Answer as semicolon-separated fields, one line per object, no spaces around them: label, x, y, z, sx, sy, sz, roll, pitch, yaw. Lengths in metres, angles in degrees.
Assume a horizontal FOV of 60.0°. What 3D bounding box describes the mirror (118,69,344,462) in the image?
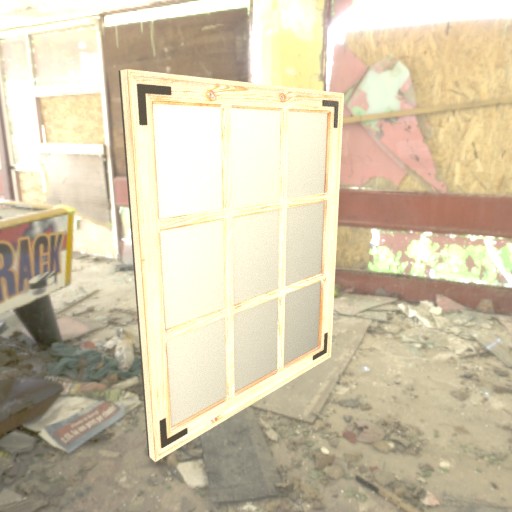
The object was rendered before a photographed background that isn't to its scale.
mirror;0.000;0.000;1.216;0.032;0.882;0.730;15;21;42
